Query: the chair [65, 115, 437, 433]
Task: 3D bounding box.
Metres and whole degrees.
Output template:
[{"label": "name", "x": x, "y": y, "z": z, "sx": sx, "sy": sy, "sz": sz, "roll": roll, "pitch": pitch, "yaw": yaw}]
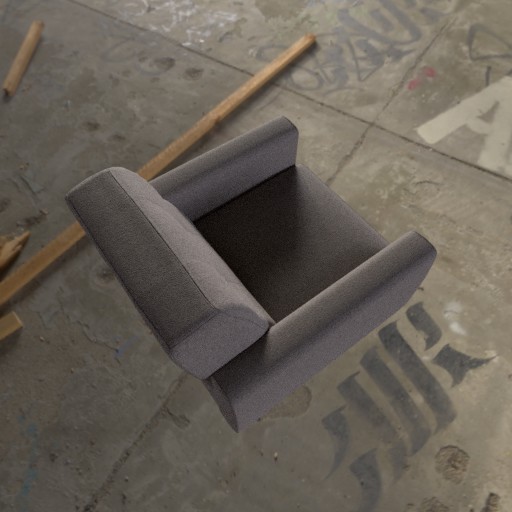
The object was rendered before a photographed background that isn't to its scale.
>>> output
[{"label": "chair", "x": 0.000, "y": 0.000, "z": 1.560, "sx": 0.907, "sy": 0.839, "sz": 0.831, "roll": -32, "pitch": 63, "yaw": -19}]
